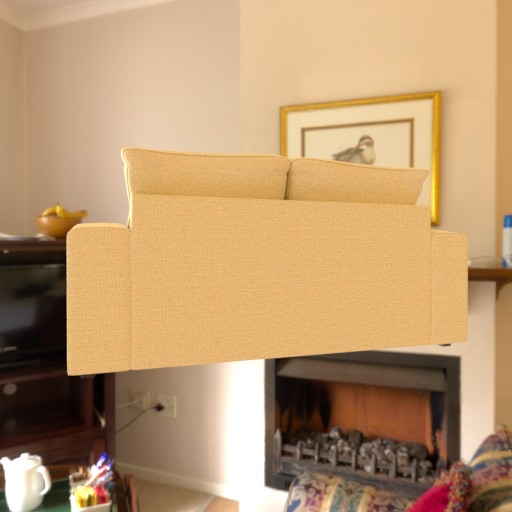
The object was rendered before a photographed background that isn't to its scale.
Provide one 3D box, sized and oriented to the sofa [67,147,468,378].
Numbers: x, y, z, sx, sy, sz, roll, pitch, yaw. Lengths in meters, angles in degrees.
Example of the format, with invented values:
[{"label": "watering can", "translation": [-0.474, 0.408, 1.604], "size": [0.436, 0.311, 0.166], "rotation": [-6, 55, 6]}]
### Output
[{"label": "sofa", "translation": [0.000, 0.000, 2.322], "size": [1.754, 0.875, 1.091], "rotation": [0, 1, -19]}]
